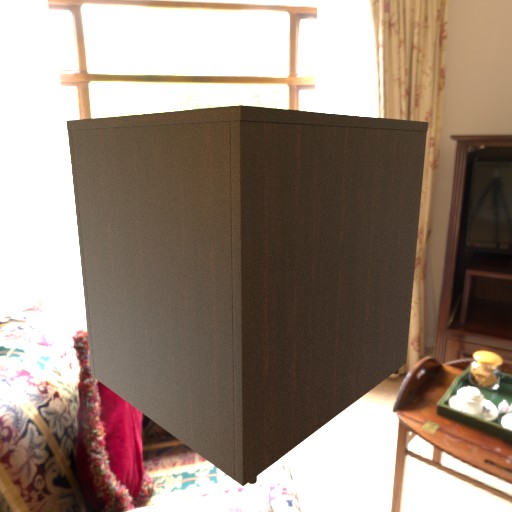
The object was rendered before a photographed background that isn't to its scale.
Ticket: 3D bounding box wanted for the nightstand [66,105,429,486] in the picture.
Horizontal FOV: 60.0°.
[{"bbox_3d":[0.000,0.000,0.791,0.400,0.460,0.461,13,19,42],"label":"nightstand"}]
